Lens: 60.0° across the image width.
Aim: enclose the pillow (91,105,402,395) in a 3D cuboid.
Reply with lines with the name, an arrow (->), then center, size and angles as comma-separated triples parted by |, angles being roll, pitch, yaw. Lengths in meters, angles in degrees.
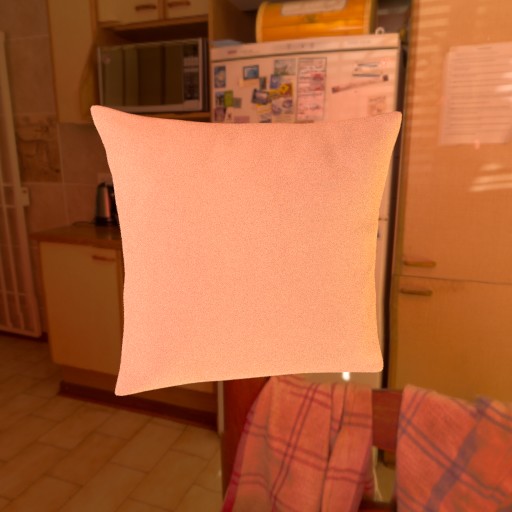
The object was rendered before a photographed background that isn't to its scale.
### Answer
pillow -> 0.000, 0.000, 0.799 | 0.526, 0.507, 0.166 | -2, 13, -10
